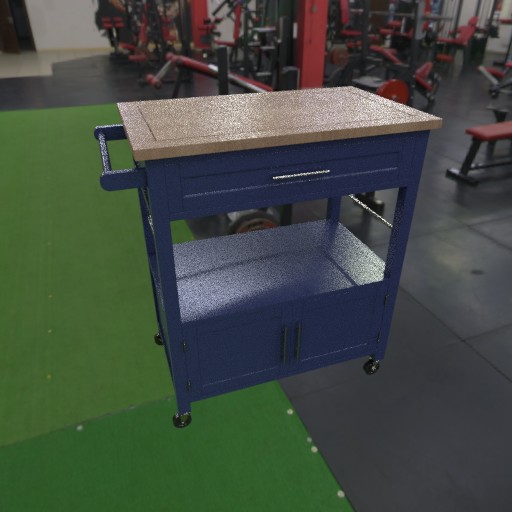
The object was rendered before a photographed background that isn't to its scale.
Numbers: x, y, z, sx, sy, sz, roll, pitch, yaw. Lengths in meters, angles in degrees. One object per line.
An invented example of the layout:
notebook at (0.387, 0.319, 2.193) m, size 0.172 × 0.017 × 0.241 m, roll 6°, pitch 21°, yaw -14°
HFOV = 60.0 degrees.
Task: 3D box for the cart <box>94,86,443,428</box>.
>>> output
cart at (0.000, 0.000, 1.416) m, size 0.840 × 0.901 × 0.459 m, roll -10°, pitch 33°, yaw -16°
